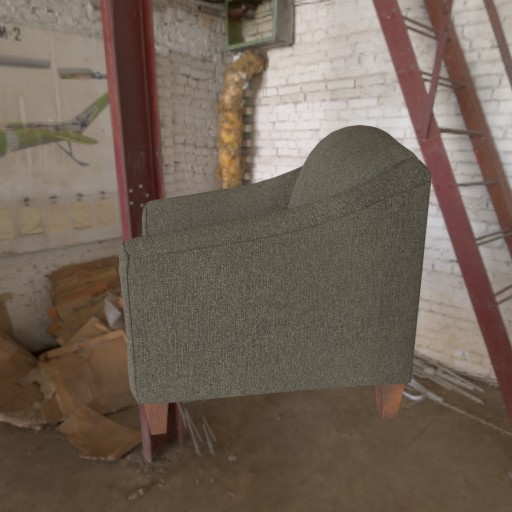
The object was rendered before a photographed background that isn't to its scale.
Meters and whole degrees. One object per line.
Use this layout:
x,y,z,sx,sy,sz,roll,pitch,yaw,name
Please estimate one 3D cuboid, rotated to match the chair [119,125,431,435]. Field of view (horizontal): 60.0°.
0.000,0.000,1.474,0.787,0.839,0.763,-2,15,-9,chair
